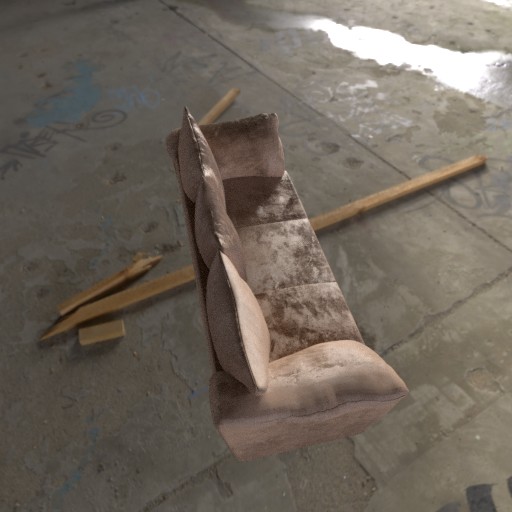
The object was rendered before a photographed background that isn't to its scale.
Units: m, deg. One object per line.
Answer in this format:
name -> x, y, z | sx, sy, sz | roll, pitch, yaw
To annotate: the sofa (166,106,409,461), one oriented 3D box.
sofa -> 0.000, 0.000, 2.825 | 0.893, 0.981, 2.377 | -10, 49, -9
